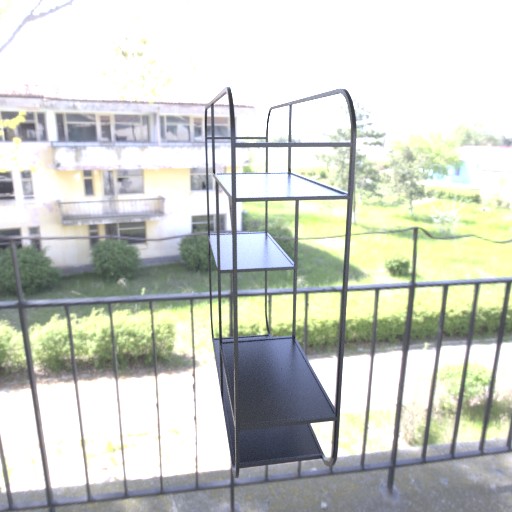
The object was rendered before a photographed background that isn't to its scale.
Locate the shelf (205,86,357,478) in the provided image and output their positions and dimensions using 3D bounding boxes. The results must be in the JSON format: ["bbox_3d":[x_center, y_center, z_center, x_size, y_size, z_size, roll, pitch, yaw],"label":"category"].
[{"bbox_3d":[0.000,0.000,0.899,0.160,0.600,0.600,-3,16,-9],"label":"shelf"}]
